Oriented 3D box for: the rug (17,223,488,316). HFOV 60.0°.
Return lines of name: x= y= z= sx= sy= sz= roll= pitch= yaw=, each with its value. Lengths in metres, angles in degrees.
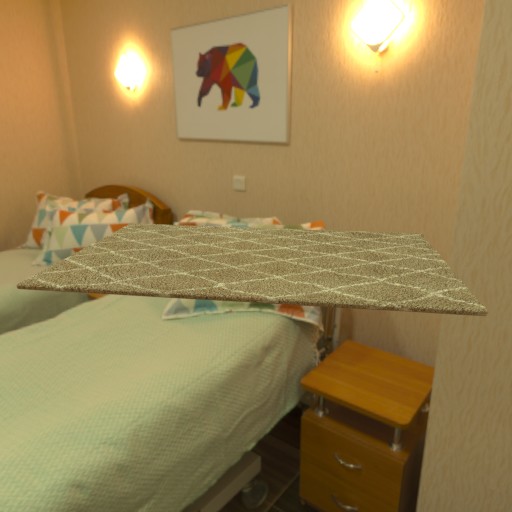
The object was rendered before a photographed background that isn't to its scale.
rug: x=0.000 y=0.000 z=2.970 sx=2.438 sy=0.030 sz=1.524 roll=2 pitch=17 yaw=8
